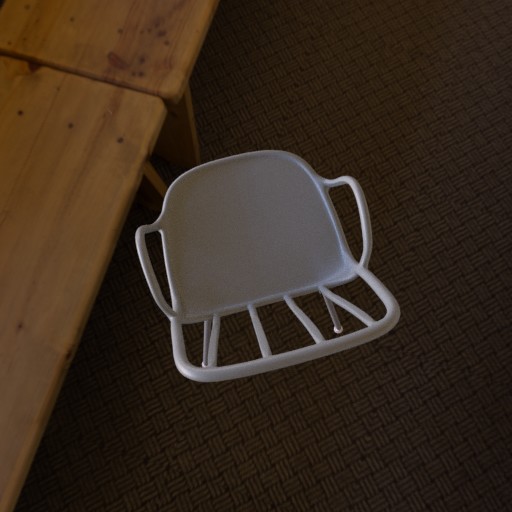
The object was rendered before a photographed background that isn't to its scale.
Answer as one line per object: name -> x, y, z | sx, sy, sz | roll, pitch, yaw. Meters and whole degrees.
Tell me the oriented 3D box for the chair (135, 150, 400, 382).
chair -> 0.000, 0.000, 1.222 | 0.549, 0.816, 0.597 | -14, 77, -3
